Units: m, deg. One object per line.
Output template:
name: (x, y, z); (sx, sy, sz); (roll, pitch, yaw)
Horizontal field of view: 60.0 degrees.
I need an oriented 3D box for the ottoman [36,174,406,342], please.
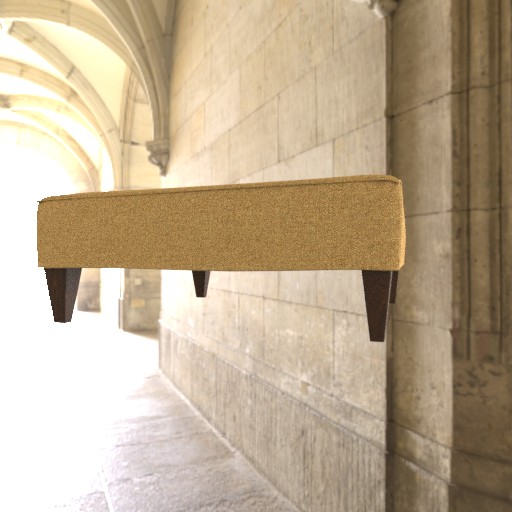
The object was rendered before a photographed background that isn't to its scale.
ottoman: (0.000, 0.000, 1.519); (0.970, 0.378, 0.981); (0, 0, 19)
